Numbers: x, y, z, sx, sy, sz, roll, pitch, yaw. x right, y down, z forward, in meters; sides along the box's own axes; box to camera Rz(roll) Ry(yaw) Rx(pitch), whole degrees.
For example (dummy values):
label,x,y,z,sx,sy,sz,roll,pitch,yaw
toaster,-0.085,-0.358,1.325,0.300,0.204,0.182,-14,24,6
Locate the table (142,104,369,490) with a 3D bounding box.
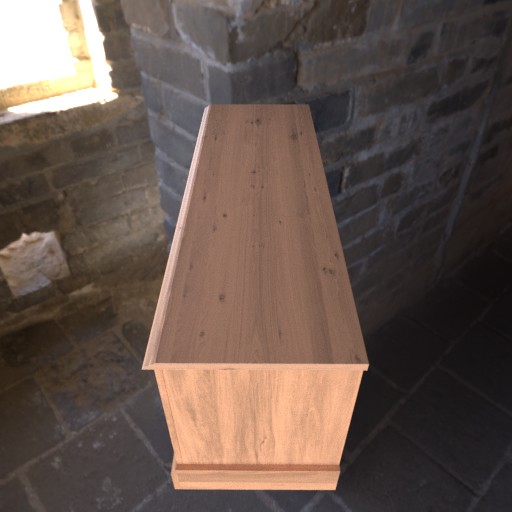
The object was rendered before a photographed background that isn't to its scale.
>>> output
label,x,y,z,sx,sy,sz,roll,pitch,yaw
table,0.000,0.000,1.398,0.400,0.510,1.200,0,40,0
